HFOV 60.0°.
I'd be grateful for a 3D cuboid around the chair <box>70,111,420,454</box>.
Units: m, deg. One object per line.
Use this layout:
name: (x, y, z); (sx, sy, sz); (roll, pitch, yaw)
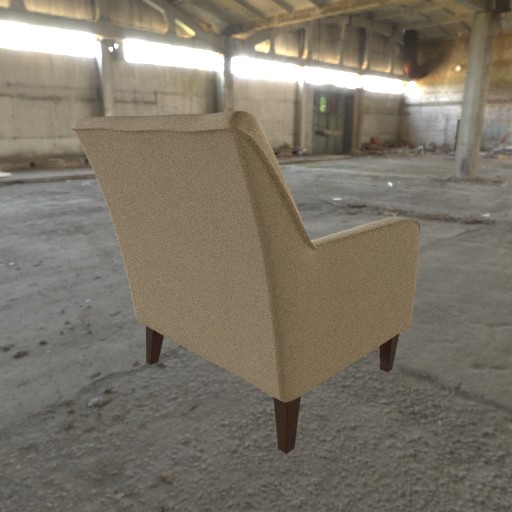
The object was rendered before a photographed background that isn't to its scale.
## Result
chair: (0.000, 0.000, 1.540); (0.780, 0.919, 0.899); (15, 22, 43)
